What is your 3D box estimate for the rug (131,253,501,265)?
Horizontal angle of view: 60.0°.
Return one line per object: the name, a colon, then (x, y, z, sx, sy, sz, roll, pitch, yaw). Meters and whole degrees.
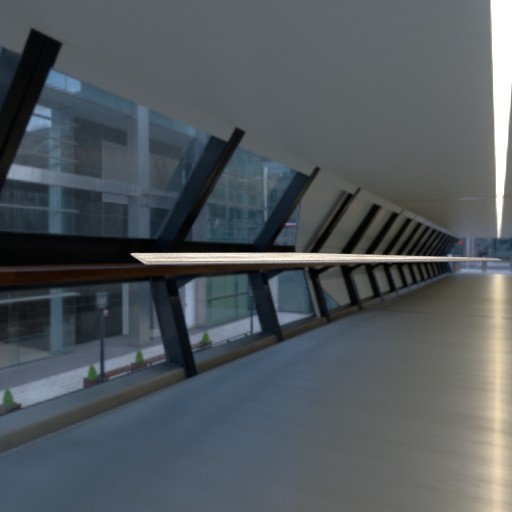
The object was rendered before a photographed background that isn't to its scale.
rug: (0.000, 0.000, 2.906, 1.536, 0.012, 2.431, 0, 1, -17)
